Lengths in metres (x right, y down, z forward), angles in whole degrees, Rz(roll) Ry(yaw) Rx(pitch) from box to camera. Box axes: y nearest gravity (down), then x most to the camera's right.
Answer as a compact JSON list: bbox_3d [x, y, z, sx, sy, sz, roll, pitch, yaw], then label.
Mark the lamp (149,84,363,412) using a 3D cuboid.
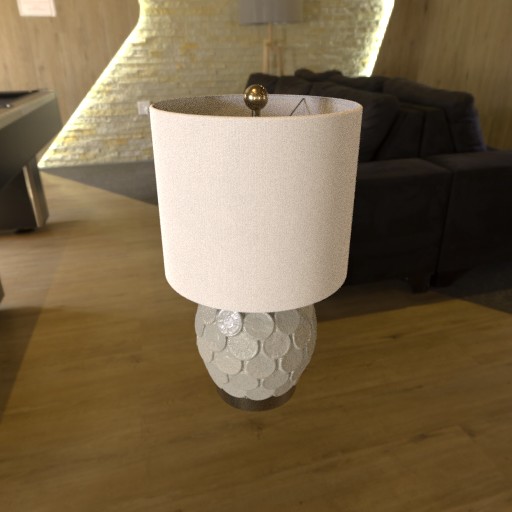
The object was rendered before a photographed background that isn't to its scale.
[{"bbox_3d":[0.000,0.000,0.625,0.254,0.452,0.254,0,25,0],"label":"lamp"}]
